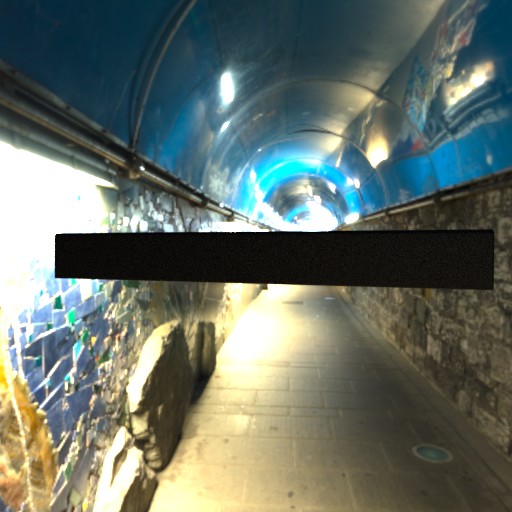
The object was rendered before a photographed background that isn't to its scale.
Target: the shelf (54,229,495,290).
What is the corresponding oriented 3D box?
[{"bbox_3d":[0.000,0.000,0.493,0.456,0.053,0.102,0,2,17],"label":"shelf"}]
